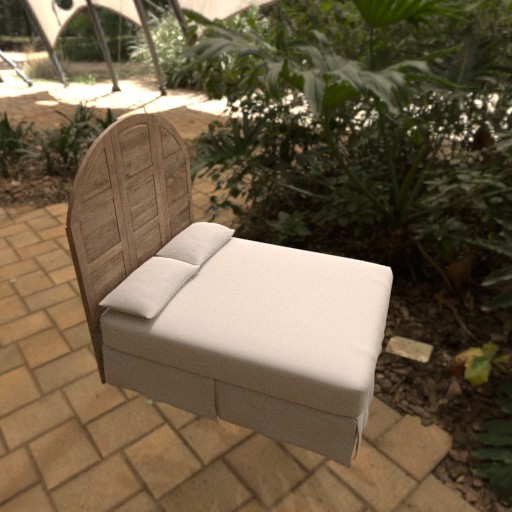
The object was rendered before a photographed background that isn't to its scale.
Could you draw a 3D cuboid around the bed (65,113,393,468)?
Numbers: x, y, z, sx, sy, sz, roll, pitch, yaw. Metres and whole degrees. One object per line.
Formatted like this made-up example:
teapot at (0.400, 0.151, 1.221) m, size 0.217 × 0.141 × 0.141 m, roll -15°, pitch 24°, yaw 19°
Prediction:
bed at (0.000, 0.000, 3.489) m, size 2.112 × 2.002 × 1.713 m, roll 11°, pitch 31°, yaw 18°
